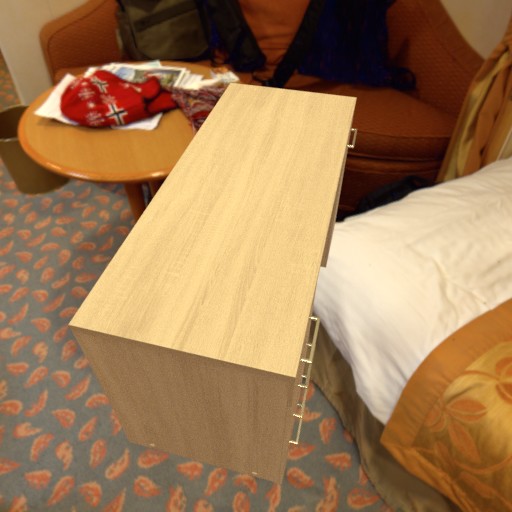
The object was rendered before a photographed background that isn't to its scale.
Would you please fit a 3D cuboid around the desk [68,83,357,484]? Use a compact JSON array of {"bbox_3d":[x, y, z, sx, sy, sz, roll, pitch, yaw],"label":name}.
[{"bbox_3d":[0.000,0.000,1.775,0.600,0.740,1.390,11,47,10],"label":"desk"}]
